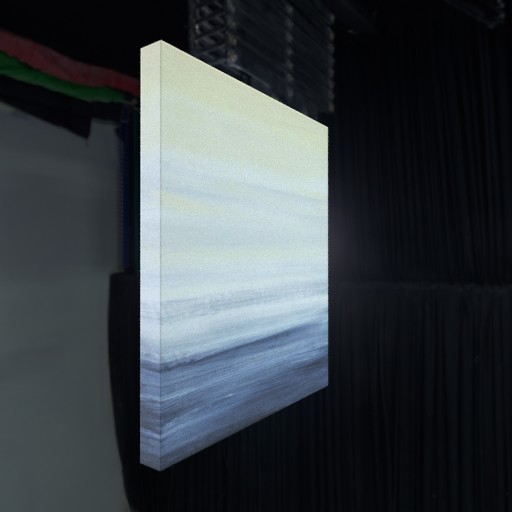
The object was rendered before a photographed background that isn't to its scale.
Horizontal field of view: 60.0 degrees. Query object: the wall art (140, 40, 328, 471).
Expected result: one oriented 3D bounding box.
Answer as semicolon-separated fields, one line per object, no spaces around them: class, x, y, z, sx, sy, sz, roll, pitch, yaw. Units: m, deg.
wall art;0.000;0.000;0.712;0.037;0.511;0.435;0;0;36
